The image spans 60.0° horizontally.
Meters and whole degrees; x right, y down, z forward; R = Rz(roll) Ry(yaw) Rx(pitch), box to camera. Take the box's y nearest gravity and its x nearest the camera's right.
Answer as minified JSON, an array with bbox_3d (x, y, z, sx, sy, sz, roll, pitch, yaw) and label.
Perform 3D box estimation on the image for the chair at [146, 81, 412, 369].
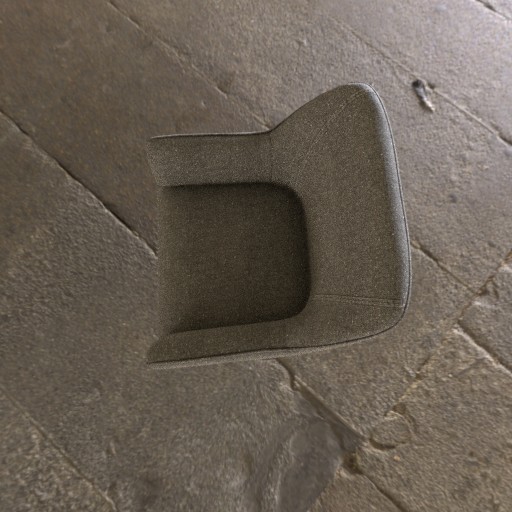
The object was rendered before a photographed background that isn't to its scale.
[{"bbox_3d":[0.000,0.000,1.145,0.519,0.803,0.543,-3,76,-1],"label":"chair"}]
